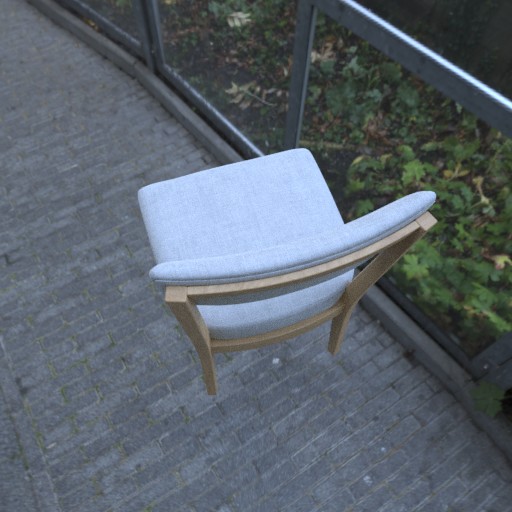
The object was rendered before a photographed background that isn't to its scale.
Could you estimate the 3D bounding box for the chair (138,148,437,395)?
[{"bbox_3d":[0.000,0.000,1.149,0.508,0.832,0.572,-16,60,-10],"label":"chair"}]
